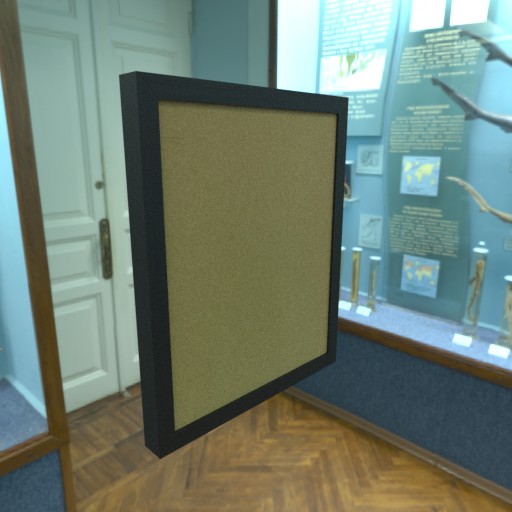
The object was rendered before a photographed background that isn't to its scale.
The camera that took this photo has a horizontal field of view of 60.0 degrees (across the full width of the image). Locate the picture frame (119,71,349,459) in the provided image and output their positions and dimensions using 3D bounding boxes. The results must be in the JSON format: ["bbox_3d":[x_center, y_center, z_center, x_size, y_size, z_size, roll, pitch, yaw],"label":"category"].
[{"bbox_3d":[0.000,0.000,0.779,0.452,0.555,0.044,-13,19,-43],"label":"picture frame"}]
